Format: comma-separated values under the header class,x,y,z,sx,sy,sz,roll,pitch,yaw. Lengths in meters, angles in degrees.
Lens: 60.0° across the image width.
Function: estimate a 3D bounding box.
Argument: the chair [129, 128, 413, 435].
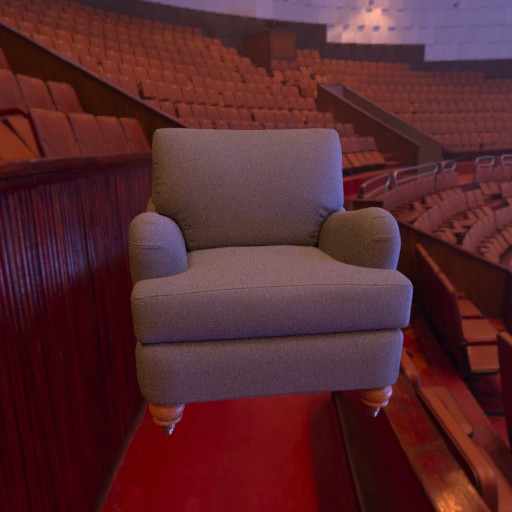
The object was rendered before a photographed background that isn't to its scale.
class,x,y,z,sx,sy,sz,roll,pitch,yaw
chair,0.000,0.000,1.862,0.955,1.038,1.070,-2,15,-8
